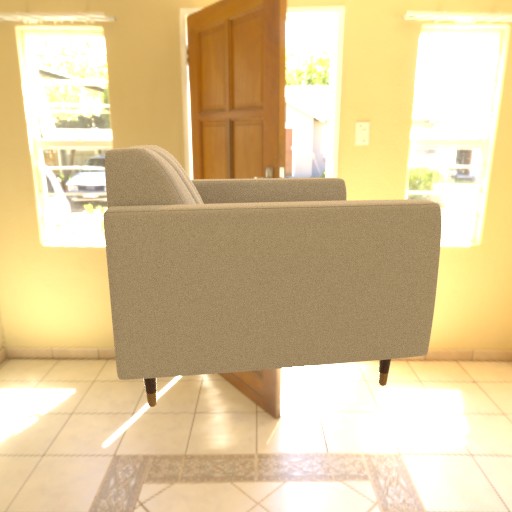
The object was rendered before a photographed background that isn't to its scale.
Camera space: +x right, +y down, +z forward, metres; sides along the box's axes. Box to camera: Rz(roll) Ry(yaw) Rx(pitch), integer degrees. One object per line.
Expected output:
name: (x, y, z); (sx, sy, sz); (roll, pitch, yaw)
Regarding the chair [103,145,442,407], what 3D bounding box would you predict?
chair: (0.000, 0.000, 1.698); (0.998, 0.819, 0.953); (-2, 15, -9)
